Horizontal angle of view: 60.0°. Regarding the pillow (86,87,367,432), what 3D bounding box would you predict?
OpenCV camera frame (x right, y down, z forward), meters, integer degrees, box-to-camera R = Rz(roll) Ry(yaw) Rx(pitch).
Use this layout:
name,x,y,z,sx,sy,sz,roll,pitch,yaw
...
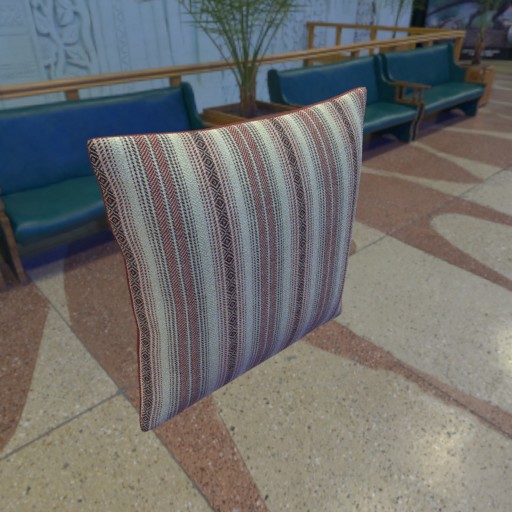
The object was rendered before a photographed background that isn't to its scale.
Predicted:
name,x,y,z,sx,sy,sz,roll,pitch,yaw
pillow,0.000,0.000,0.768,0.513,0.497,0.166,-23,38,-33
